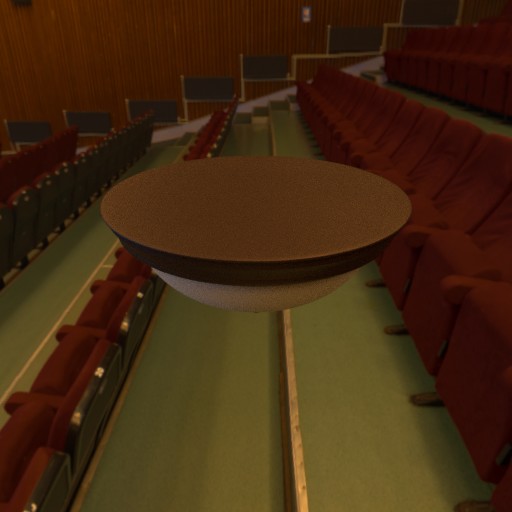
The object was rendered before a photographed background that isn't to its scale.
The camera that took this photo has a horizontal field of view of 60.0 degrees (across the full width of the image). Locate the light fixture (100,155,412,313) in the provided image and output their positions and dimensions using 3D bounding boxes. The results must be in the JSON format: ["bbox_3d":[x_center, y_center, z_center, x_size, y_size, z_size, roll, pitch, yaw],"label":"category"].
[{"bbox_3d":[0.000,0.000,0.447,0.280,0.135,0.280,0,27,0],"label":"light fixture"}]
